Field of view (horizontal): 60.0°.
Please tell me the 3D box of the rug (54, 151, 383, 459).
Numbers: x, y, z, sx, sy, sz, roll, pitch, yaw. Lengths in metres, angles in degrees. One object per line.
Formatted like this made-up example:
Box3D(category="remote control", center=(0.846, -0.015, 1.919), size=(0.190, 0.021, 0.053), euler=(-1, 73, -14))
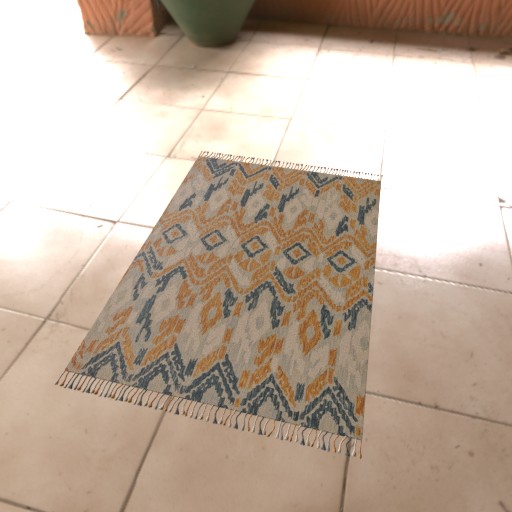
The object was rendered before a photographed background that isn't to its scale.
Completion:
Box3D(category="rug", center=(0.000, 0.000, 2.307), size=(1.230, 0.008, 1.827), euler=(10, 45, 10))
